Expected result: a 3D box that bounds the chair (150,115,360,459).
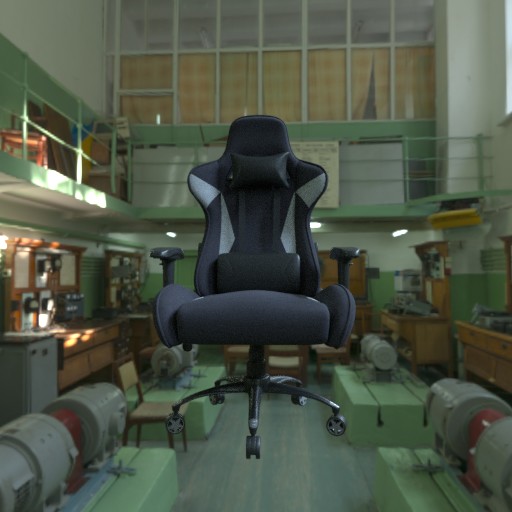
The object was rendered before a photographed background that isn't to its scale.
[{"bbox_3d":[0.000,0.000,1.704,0.730,1.300,0.695,0,-2,2],"label":"chair"}]
